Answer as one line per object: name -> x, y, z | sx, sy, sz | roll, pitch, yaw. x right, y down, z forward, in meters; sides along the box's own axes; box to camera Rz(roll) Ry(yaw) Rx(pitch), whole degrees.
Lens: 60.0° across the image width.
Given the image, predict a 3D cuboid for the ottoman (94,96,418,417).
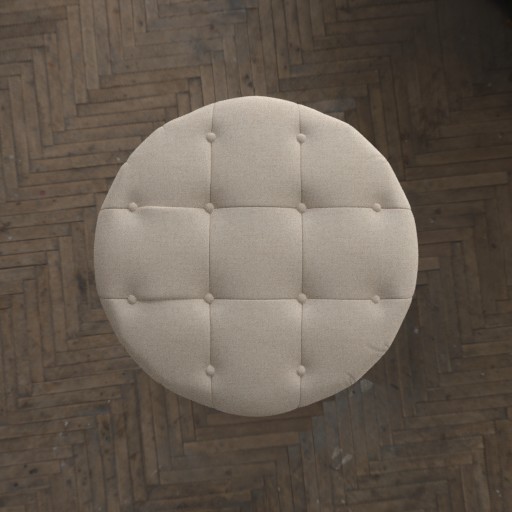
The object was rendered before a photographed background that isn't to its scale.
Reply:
ottoman -> 0.000, 0.000, 1.437 | 0.940, 0.483, 0.940 | 0, 88, 0
